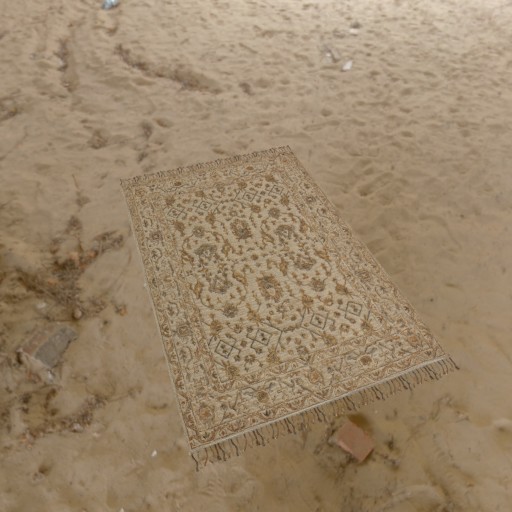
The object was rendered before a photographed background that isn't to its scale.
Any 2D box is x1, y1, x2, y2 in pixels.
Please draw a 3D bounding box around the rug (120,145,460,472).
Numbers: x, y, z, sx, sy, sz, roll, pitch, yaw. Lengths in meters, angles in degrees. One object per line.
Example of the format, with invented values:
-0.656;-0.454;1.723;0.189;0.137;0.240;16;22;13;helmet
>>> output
0.000;0.000;3.052;1.529;0.027;2.434;-15;48;-14;rug
